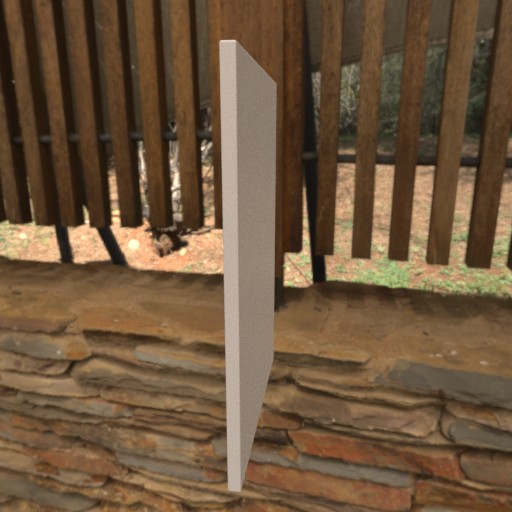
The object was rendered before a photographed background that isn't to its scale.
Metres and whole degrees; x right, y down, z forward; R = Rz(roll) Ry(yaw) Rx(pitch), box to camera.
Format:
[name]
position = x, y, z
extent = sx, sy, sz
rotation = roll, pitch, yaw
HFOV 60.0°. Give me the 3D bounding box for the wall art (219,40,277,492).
[wall art]
position = 0.000, 0.000, 1.031
extent = 0.026, 0.813, 0.556
rotation = 2, 15, 9
